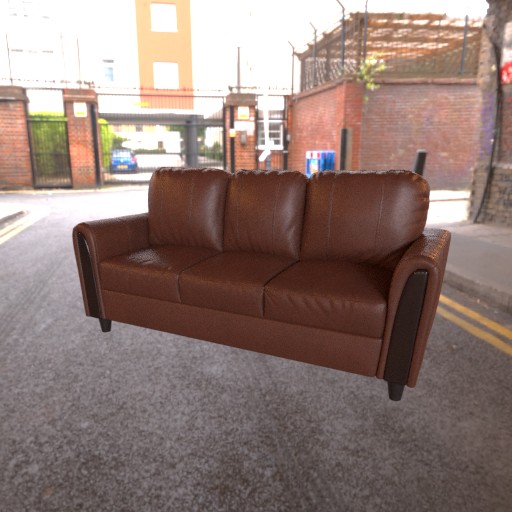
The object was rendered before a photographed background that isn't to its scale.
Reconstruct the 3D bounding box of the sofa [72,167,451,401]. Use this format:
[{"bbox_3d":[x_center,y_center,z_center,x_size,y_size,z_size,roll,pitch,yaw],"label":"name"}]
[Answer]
[{"bbox_3d":[0.000,0.000,2.354,1.862,0.915,0.802,6,15,26],"label":"sofa"}]
